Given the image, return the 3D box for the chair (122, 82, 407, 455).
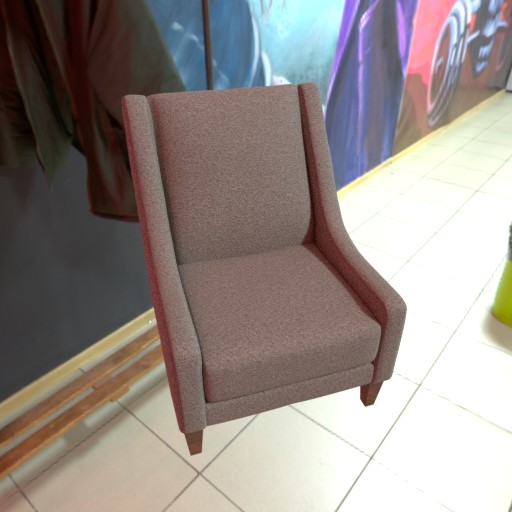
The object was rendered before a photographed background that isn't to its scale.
[{"bbox_3d":[0.000,0.000,1.616,0.774,1.016,0.870,-10,34,-15],"label":"chair"}]
